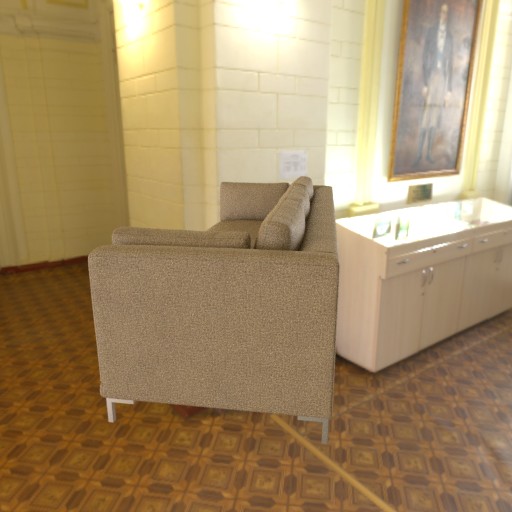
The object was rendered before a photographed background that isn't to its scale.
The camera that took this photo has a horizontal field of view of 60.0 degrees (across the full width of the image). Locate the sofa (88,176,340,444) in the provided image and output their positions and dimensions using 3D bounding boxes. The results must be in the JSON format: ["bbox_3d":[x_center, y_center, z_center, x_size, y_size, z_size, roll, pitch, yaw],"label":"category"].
[{"bbox_3d":[0.000,0.000,2.847,0.969,0.867,2.415,2,15,9],"label":"sofa"}]
